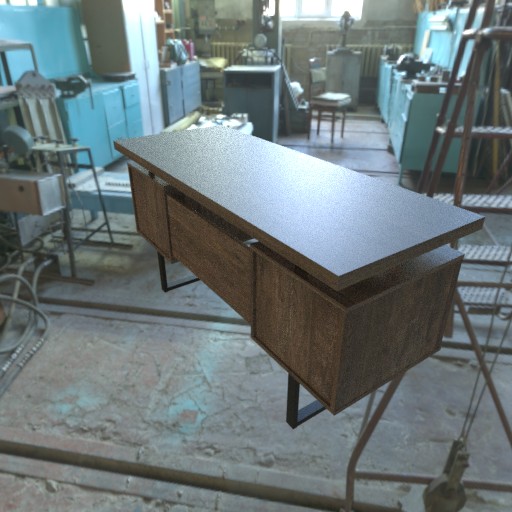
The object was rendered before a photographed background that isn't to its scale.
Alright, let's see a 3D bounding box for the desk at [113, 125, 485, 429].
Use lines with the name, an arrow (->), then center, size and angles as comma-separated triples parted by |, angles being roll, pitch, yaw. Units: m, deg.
desk -> 0.000, 0.000, 1.896 | 0.600, 0.760, 1.524 | -18, 34, -30
